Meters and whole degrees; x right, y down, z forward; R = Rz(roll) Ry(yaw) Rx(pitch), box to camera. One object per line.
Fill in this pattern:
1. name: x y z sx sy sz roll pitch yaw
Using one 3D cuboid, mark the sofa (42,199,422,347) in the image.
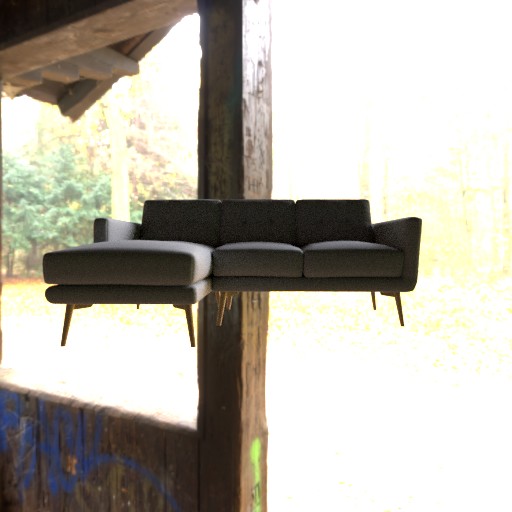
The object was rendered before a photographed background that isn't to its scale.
1. sofa: 0.000 0.000 2.841 2.040 0.860 1.530 0 1 1
